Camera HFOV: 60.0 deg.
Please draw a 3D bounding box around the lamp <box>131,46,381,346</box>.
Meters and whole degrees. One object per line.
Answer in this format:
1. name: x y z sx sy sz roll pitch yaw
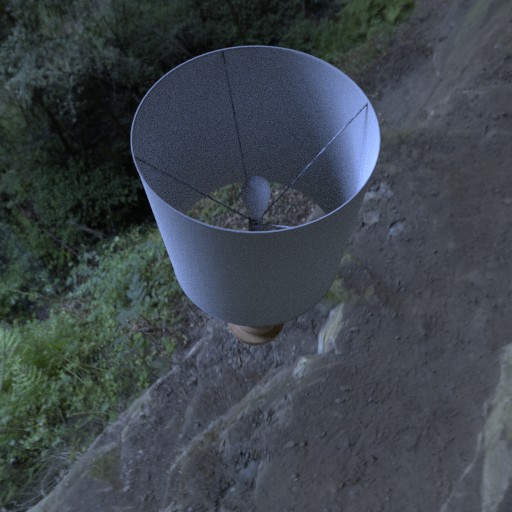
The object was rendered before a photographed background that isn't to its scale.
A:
1. lamp: 0.000 0.000 0.572 0.208 0.455 0.208 -34 67 -17
